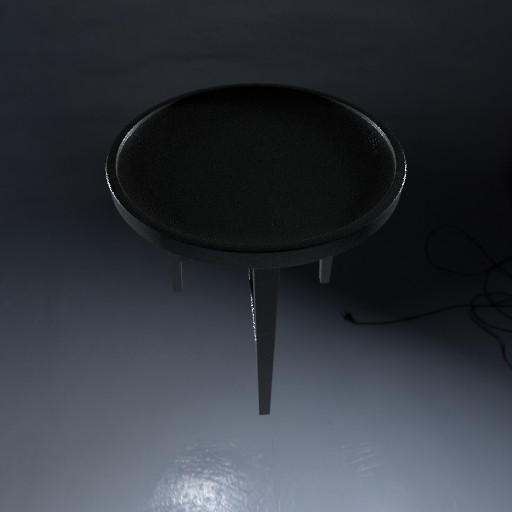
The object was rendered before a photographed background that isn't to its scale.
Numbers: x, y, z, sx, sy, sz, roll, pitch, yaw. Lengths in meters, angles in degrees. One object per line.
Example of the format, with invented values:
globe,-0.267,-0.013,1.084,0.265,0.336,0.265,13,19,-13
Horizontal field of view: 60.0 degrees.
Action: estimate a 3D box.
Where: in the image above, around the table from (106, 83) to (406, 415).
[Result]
table,0.000,0.000,0.949,0.500,0.531,0.500,0,46,0
